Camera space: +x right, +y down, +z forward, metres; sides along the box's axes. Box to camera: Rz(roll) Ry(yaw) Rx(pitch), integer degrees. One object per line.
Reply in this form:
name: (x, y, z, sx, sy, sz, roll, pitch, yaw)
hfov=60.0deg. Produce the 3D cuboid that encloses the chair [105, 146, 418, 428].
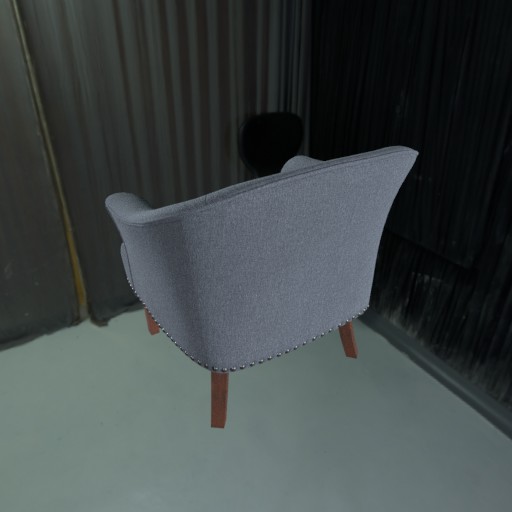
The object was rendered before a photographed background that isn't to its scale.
chair: (0.000, 0.000, 1.442, 0.798, 0.815, 0.704, -18, 34, -28)
